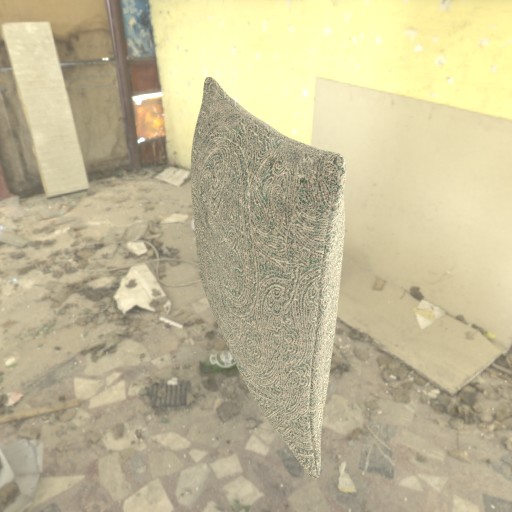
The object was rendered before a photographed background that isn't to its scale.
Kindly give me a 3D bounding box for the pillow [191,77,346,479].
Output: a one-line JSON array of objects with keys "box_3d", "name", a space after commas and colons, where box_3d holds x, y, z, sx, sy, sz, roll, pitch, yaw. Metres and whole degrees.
[{"box_3d": [0.000, 0.000, 0.760, 0.166, 0.507, 0.526, -10, 32, -17], "name": "pillow"}]
